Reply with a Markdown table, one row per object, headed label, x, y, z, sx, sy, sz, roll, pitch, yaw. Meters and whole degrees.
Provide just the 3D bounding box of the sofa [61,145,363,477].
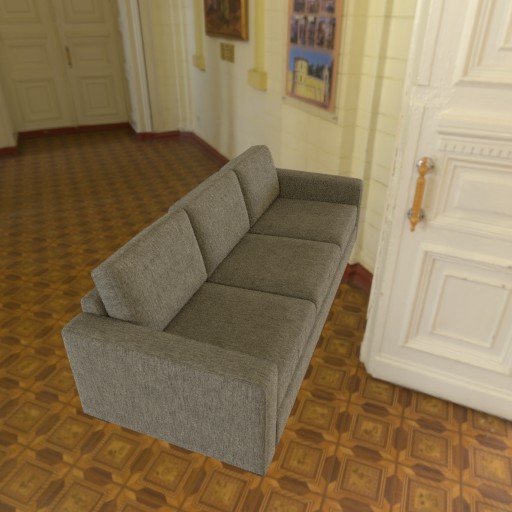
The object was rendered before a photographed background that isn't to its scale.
| label | x | y | z | sx | sy | sz | roll | pitch | yaw |
| --- | --- | --- | --- | --- | --- | --- | --- | --- | --- |
| sofa | 0.000 | 0.000 | 2.587 | 0.900 | 0.800 | 2.160 | 11 | 32 | 18 |
